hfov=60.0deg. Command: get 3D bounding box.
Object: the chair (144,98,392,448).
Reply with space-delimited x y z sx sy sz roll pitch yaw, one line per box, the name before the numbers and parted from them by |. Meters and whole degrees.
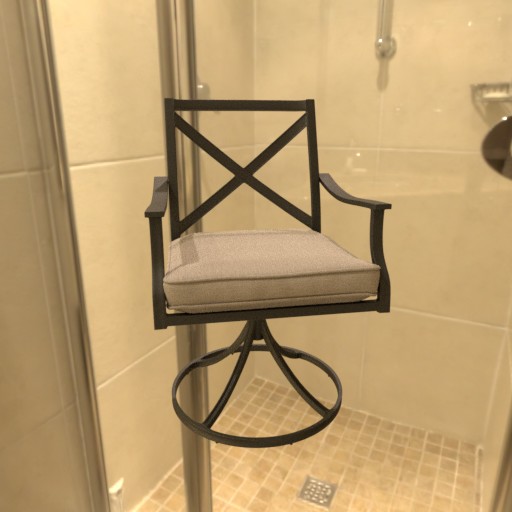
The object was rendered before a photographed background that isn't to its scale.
chair | 0.000 0.000 1.292 0.575 0.889 0.620 -3 17 -9
